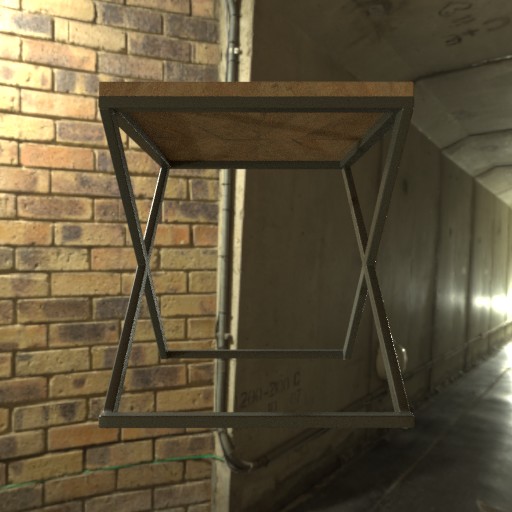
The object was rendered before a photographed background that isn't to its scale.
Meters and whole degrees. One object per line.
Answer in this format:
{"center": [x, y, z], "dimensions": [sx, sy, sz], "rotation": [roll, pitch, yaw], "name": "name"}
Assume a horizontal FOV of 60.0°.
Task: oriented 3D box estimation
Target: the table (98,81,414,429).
{"center": [0.000, 0.000, 0.944], "dimensions": [0.499, 0.550, 0.498], "rotation": [0, 0, 0], "name": "table"}
